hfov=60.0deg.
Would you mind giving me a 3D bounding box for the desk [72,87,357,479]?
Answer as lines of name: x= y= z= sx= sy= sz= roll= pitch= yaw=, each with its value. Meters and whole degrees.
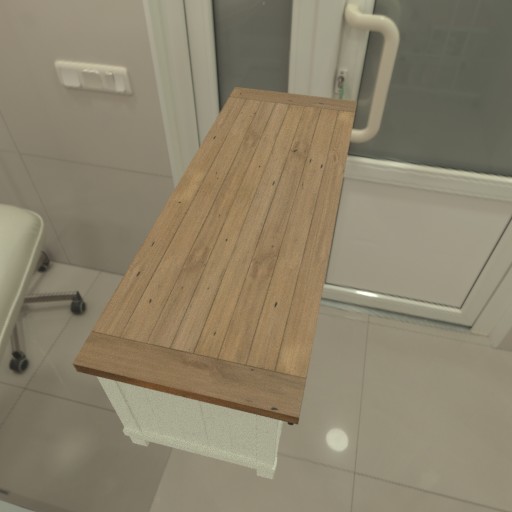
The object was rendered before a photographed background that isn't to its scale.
desk: x=0.000 y=0.000 z=2.146 sx=0.688 sy=0.760 sz=1.803 roll=10 pitch=48 yaw=9
